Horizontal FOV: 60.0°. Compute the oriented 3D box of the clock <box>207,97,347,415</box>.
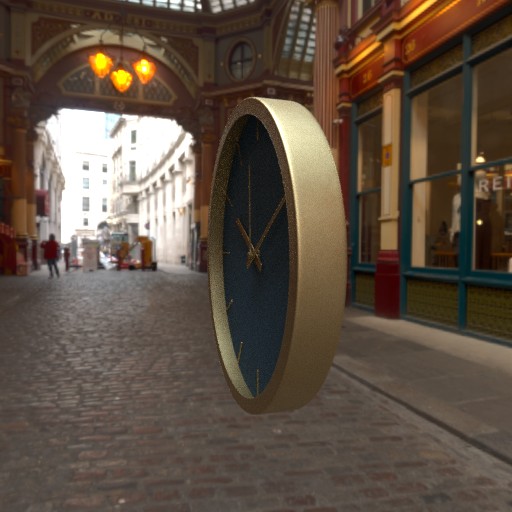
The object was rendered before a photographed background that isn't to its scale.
[{"bbox_3d":[0.000,0.000,0.467,0.040,0.314,0.314,-1,2,-18],"label":"clock"}]
